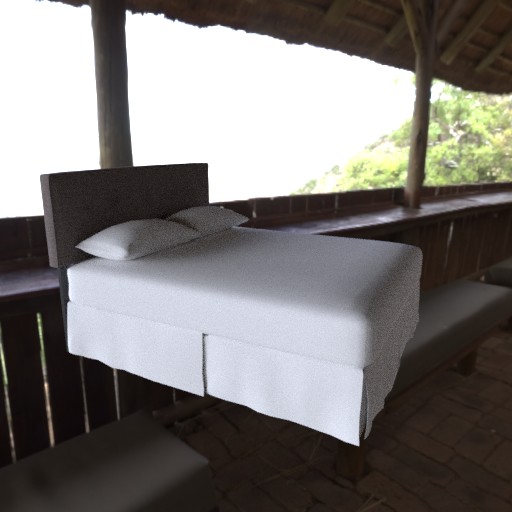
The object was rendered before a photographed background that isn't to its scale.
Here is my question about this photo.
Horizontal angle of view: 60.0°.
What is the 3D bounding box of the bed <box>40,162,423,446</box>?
[{"bbox_3d":[0.000,0.000,2.831,1.894,1.089,1.610,7,16,27],"label":"bed"}]
